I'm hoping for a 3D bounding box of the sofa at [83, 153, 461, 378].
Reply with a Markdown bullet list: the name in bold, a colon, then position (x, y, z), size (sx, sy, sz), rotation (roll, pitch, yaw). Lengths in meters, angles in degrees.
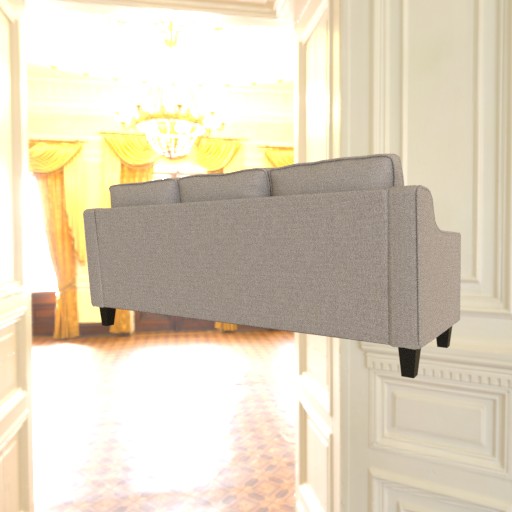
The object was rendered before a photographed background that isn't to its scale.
- **sofa**: position (0.000, 0.000, 2.658), size (2.129, 0.950, 0.899), rotation (1, 2, 35)
